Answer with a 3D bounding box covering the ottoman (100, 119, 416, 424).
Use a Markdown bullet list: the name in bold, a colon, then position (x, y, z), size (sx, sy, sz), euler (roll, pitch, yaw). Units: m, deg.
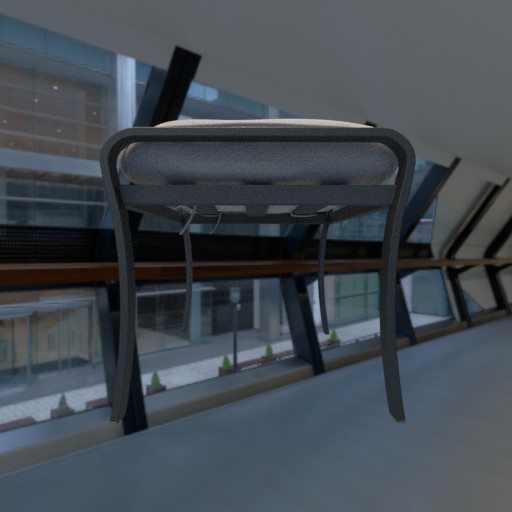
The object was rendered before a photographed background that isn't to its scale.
- **ottoman**: position (0.000, 0.000, 0.875), size (0.406, 0.422, 0.610), euler (0, 1, 0)
